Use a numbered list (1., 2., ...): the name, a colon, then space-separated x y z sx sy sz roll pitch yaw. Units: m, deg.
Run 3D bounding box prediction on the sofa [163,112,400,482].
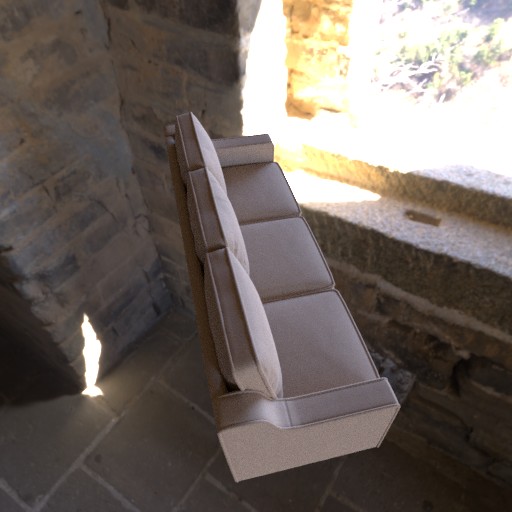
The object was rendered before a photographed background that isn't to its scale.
1. sofa: 0.000 0.000 2.541 0.791 0.902 2.131 -10 47 -9
